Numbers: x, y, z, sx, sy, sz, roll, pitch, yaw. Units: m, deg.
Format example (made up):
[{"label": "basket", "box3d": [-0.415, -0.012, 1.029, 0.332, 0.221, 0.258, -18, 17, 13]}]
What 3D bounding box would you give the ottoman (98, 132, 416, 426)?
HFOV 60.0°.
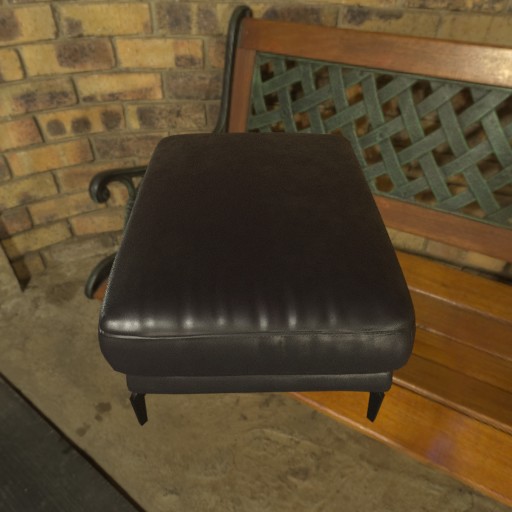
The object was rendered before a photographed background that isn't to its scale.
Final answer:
[{"label": "ottoman", "box3d": [0.000, 0.000, 1.109, 0.570, 0.402, 0.764, -1, 40, -1]}]
